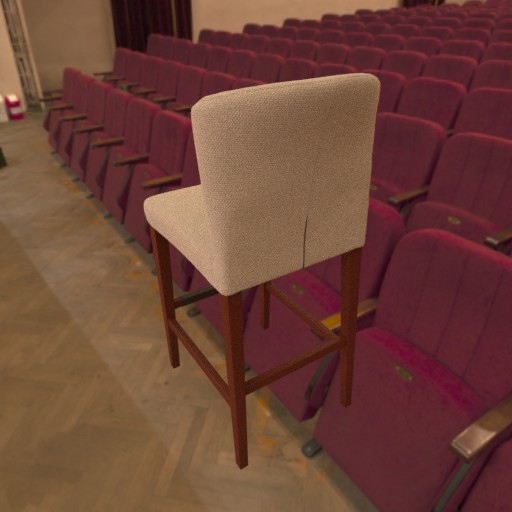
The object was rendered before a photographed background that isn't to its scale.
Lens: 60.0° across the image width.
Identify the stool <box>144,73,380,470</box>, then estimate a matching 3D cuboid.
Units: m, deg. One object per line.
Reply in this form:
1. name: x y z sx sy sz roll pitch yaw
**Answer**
1. stool: 0.000 0.000 1.321 0.481 1.069 0.568 -18 35 -28
